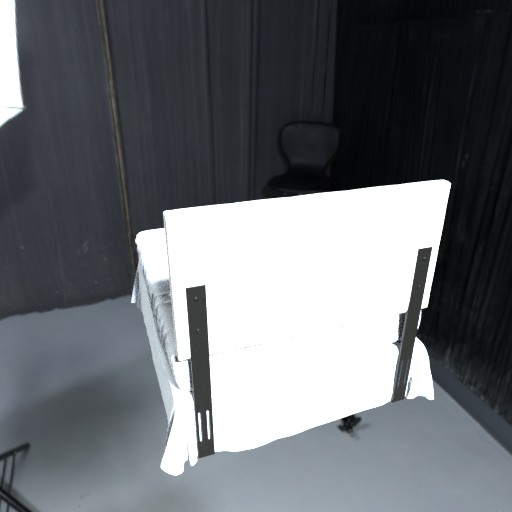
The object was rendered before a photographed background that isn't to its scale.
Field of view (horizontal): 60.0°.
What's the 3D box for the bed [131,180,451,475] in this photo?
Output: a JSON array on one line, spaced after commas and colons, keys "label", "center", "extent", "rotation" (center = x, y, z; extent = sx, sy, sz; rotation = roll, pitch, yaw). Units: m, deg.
[{"label": "bed", "center": [0.000, 0.000, 3.459], "extent": [1.936, 1.577, 2.222], "rotation": [-9, 27, -18]}]
